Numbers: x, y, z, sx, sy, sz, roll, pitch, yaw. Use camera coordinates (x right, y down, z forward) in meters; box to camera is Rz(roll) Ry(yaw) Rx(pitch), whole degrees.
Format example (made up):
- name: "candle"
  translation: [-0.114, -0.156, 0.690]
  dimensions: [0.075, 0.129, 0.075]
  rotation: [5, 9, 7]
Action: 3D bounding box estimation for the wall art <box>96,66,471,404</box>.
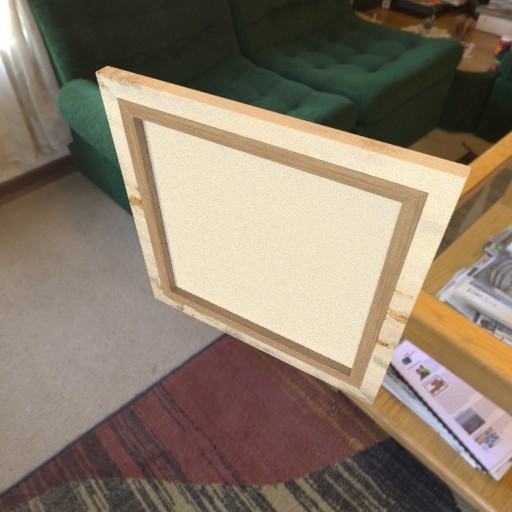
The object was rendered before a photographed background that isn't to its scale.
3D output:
- name: "wall art"
  translation: [0.000, 0.000, 1.080]
  dimensions: [0.753, 0.755, 0.038]
  rotation: [22, 50, 20]
